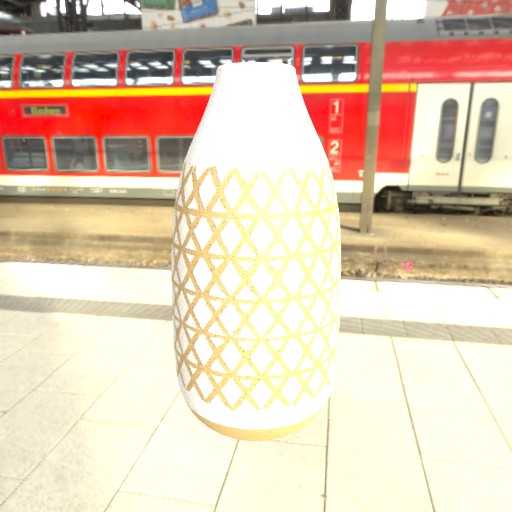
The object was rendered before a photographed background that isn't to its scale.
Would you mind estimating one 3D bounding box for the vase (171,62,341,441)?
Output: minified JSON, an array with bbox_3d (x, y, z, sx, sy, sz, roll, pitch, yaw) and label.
[{"bbox_3d":[0.000,0.000,0.482,0.186,0.380,0.186,0,16,0],"label":"vase"}]
